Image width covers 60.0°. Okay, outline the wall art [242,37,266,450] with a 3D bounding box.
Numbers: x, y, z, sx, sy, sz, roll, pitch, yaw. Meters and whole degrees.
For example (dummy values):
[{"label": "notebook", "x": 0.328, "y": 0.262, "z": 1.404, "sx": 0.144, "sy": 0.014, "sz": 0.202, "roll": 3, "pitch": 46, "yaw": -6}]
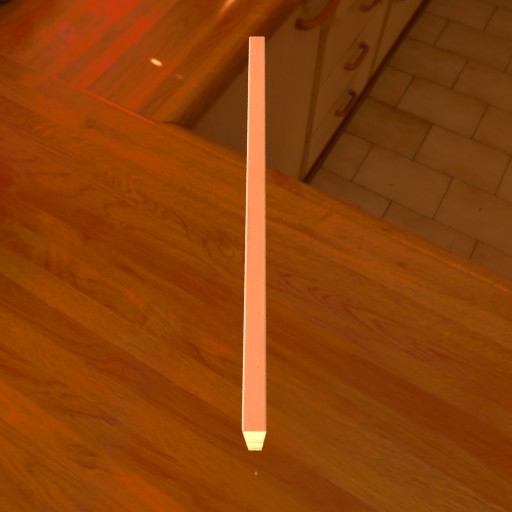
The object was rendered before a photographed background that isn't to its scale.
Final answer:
[{"label": "wall art", "x": 0.000, "y": 0.000, "z": 1.170, "sx": 0.039, "sy": 0.609, "sz": 0.914, "roll": 0, "pitch": 64, "yaw": 0}]
